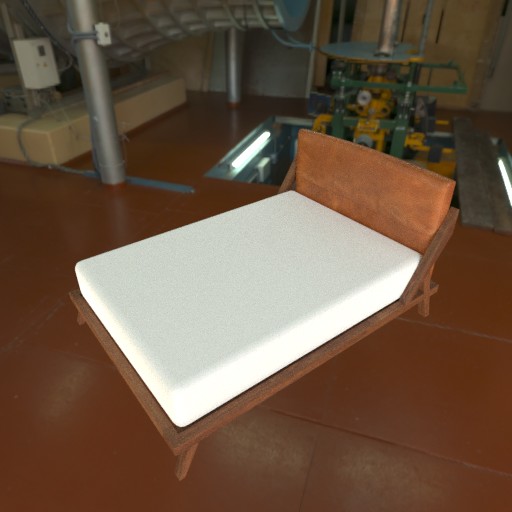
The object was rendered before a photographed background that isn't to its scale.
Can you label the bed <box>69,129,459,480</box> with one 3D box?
[{"bbox_3d":[0.000,0.000,3.241,2.311,1.168,1.651,-22,39,-31],"label":"bed"}]
